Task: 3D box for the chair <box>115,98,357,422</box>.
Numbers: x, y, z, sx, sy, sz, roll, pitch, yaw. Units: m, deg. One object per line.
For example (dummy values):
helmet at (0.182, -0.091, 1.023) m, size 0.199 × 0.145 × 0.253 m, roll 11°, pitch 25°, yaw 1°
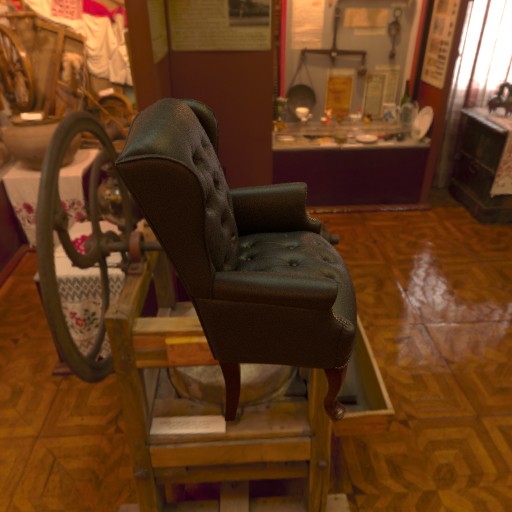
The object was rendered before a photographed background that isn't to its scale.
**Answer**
chair at (0.000, 0.000, 1.677) m, size 0.762 × 1.111 × 0.838 m, roll -1°, pitch 31°, yaw -1°
